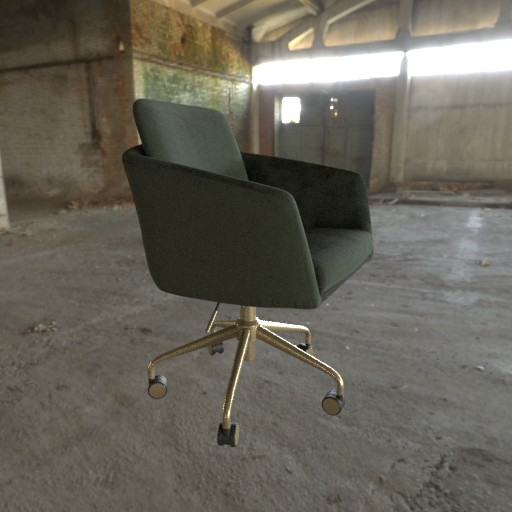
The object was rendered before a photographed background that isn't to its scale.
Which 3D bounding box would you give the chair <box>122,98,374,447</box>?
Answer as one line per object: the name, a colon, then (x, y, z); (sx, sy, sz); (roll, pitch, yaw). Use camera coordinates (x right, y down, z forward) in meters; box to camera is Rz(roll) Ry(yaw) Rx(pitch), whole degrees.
chair: (0.000, 0.000, 1.351); (0.635, 0.908, 0.641); (7, 15, 27)
